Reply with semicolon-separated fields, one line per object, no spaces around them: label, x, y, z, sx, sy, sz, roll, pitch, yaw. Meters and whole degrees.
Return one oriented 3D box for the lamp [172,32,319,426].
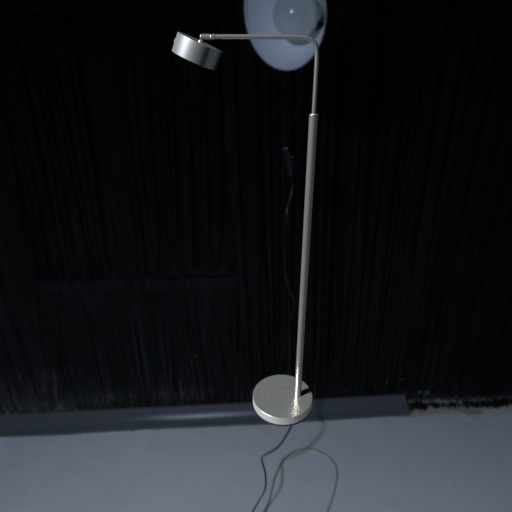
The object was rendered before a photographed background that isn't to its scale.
lamp;0.000;0.000;1.385;0.421;1.250;0.222;-1;27;-1
